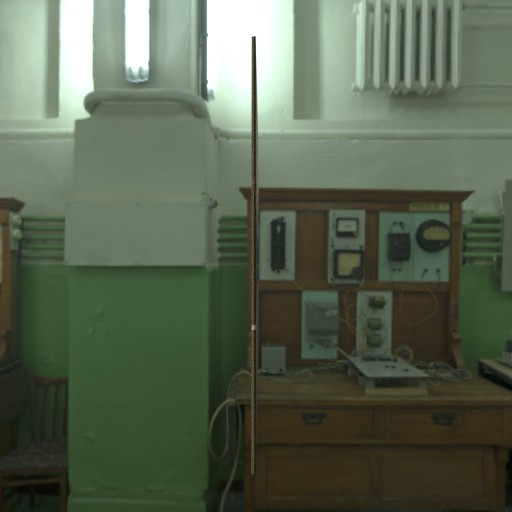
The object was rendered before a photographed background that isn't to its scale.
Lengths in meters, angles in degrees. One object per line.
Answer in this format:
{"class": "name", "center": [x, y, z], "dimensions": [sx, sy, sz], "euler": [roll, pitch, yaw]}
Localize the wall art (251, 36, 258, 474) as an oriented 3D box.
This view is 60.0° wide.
{"class": "wall art", "center": [0.000, 0.000, 1.839], "dimensions": [0.013, 1.218, 1.216], "euler": [0, 0, 1]}
